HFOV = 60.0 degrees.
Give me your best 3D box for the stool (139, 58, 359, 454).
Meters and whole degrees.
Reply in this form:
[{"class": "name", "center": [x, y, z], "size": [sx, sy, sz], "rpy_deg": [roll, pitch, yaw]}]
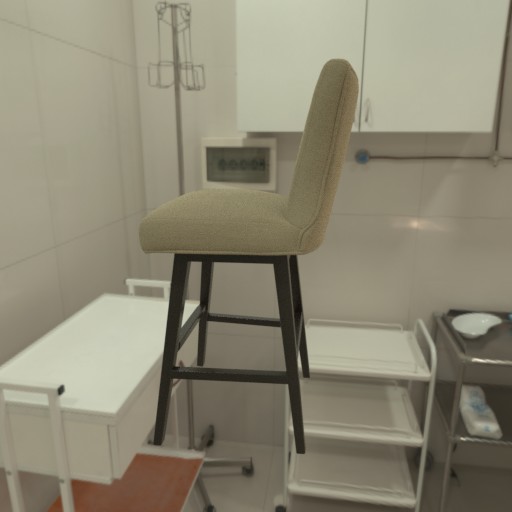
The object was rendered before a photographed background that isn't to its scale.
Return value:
[{"class": "stool", "center": [0.000, 0.000, 1.413], "size": [0.574, 1.086, 0.514], "rpy_deg": [2, 15, 8]}]
